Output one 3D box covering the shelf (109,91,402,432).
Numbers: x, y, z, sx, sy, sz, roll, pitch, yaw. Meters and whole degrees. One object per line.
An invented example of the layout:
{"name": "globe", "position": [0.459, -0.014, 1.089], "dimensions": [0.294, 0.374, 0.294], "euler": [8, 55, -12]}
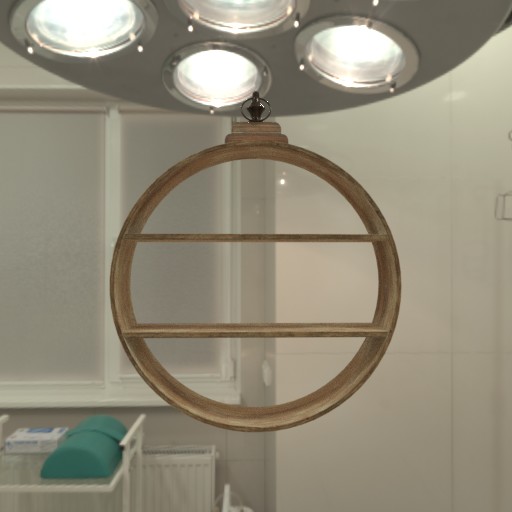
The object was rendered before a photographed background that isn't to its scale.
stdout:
{"name": "shelf", "position": [0.000, 0.000, 0.973], "dimensions": [0.601, 0.725, 0.125], "euler": [0, 0, -1]}
